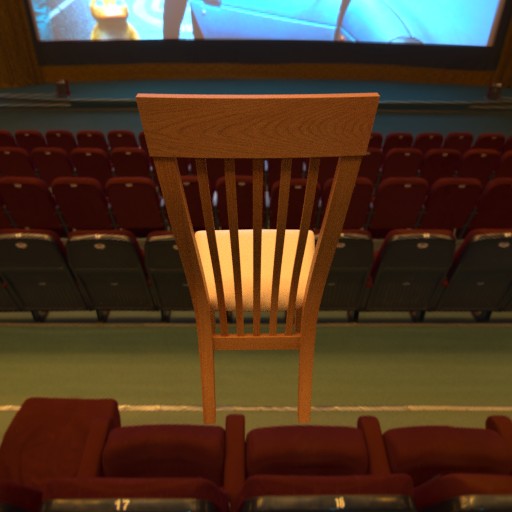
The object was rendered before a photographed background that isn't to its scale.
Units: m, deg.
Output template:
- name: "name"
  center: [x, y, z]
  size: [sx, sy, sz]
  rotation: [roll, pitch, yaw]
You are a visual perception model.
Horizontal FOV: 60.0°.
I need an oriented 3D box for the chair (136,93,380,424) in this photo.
- name: "chair"
  center: [0.000, 0.000, 1.329]
  size: [0.450, 1.050, 0.580]
  rotation: [0, 33, -1]
